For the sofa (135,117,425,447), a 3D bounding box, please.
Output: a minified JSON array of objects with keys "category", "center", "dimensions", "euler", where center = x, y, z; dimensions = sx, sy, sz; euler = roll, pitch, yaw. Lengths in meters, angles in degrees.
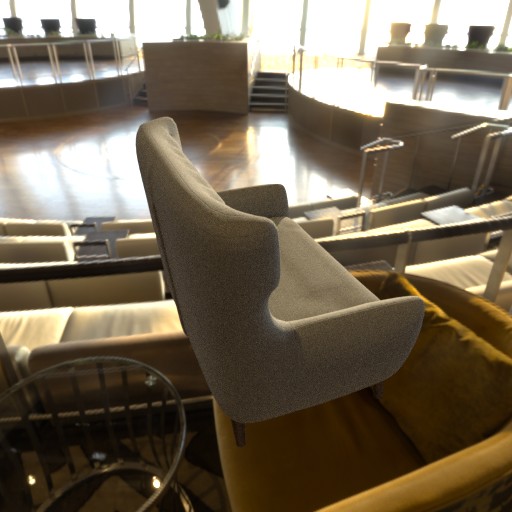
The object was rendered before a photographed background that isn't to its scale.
[{"category":"sofa","center":[0.000,0.000,2.051],"dimensions":[0.884,1.028,1.386],"euler":[-11,32,-19]}]
